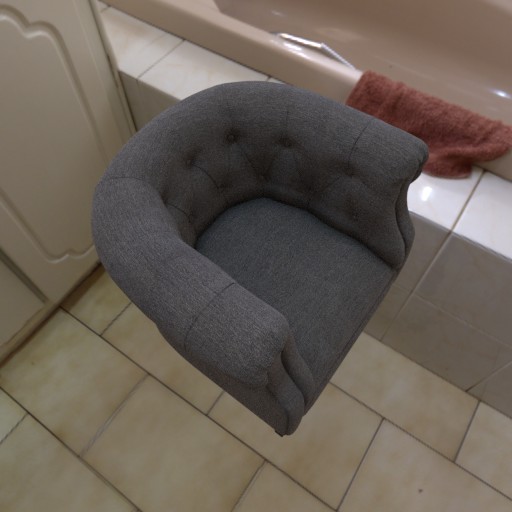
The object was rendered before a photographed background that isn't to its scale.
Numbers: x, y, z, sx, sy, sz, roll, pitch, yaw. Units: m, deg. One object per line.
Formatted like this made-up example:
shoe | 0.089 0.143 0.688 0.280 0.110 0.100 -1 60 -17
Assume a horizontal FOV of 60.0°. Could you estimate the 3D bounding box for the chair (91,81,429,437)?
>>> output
chair | 0.000 0.000 1.530 0.852 0.827 0.905 33 64 18
